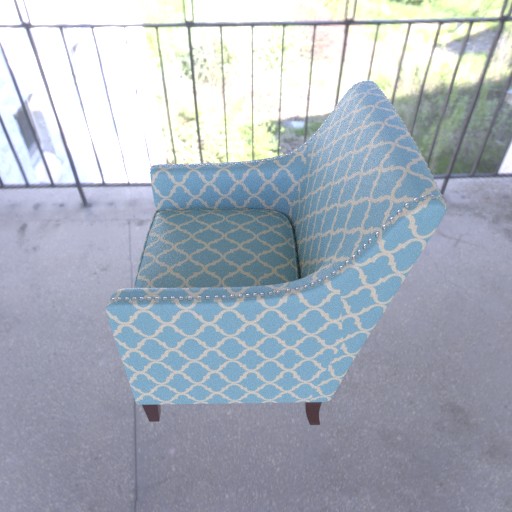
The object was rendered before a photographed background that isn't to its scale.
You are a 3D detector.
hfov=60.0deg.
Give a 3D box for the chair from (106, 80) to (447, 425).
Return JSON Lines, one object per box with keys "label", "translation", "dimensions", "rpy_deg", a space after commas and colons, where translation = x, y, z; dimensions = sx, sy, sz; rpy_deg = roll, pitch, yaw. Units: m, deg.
{"label": "chair", "translation": [0.000, 0.000, 1.273], "dimensions": [0.686, 0.817, 0.617], "rpy_deg": [-1, 41, -1]}
